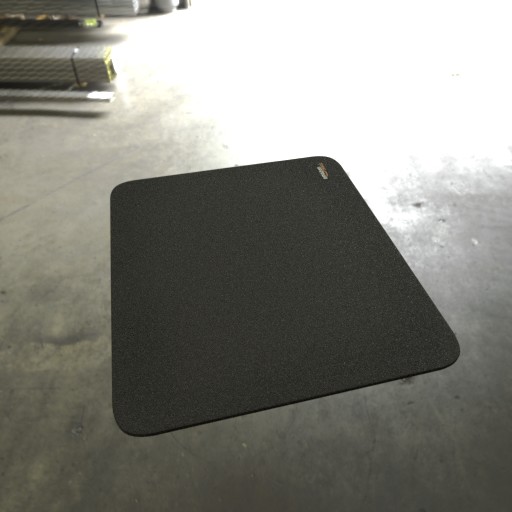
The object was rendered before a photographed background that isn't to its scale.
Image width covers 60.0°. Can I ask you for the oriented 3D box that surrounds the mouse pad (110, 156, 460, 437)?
[{"bbox_3d":[0.000,0.000,0.319,0.203,0.003,0.229,-10,46,-10],"label":"mouse pad"}]
